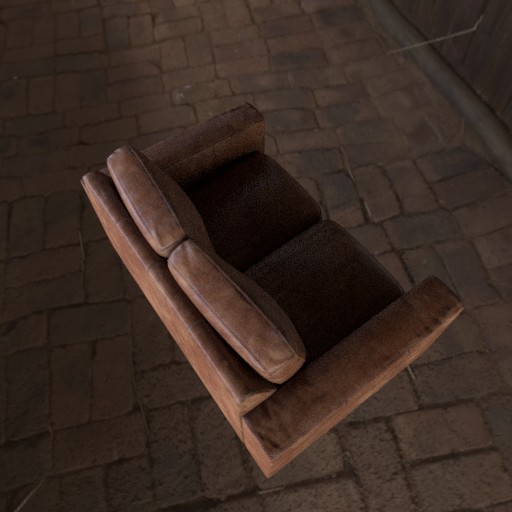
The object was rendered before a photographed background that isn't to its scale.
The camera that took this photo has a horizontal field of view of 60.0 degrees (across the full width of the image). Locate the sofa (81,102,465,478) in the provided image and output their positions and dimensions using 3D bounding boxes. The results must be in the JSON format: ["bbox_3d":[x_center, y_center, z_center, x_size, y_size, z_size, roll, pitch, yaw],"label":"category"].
[{"bbox_3d":[0.000,0.000,2.195,1.041,0.889,1.626,-32,63,-18],"label":"sofa"}]
